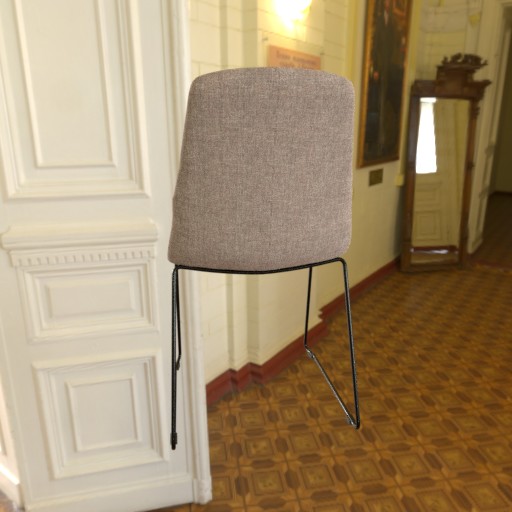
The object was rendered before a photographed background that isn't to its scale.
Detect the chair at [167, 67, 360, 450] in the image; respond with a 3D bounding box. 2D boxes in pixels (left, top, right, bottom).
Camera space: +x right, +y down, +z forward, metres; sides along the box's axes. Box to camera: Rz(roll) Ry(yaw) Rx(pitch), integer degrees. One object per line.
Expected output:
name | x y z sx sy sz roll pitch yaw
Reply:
chair | 0.000 0.000 1.158 0.479 0.858 0.518 -3 16 -9
